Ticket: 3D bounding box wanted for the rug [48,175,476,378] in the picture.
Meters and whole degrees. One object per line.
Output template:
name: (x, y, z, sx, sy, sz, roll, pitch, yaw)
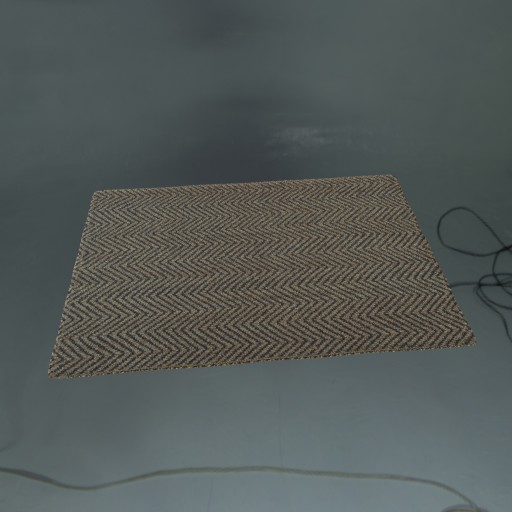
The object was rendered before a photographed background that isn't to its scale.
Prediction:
rug: (0.000, 0.000, 2.277, 1.828, 0.008, 1.219, -4, 47, -3)
